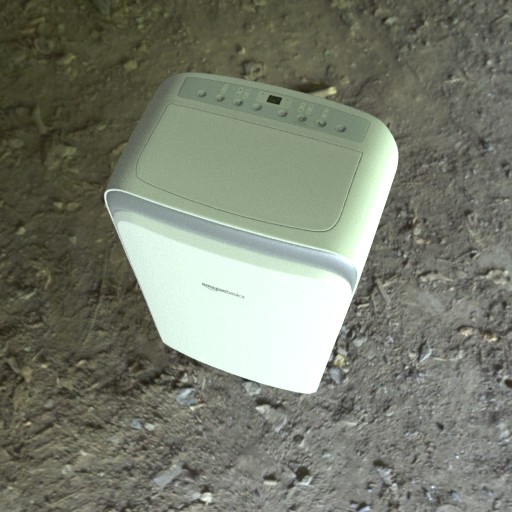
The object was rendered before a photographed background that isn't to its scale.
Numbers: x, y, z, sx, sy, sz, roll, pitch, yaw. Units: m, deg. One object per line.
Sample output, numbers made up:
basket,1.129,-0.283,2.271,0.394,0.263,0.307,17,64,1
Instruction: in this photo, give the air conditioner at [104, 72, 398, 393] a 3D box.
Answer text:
air conditioner,0.000,0.000,0.954,0.454,0.700,0.365,17,61,9
